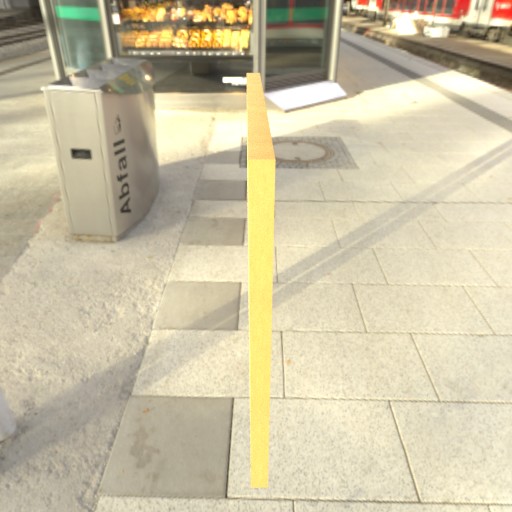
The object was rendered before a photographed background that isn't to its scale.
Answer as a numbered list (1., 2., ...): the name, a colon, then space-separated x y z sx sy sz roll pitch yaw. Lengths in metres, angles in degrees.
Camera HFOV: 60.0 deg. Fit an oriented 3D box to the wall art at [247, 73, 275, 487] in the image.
1. wall art: 0.000 0.000 2.876 0.097 1.936 1.935 -1 31 -1
